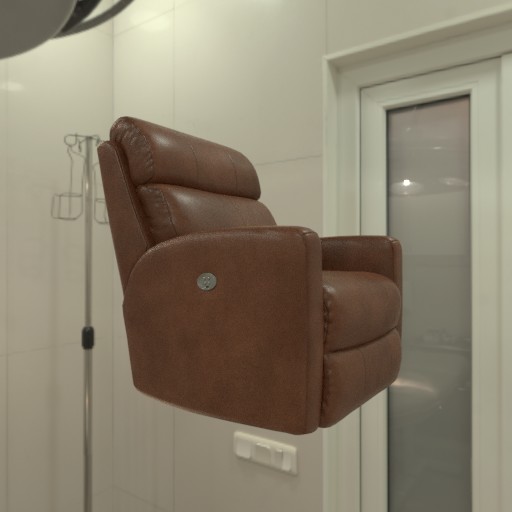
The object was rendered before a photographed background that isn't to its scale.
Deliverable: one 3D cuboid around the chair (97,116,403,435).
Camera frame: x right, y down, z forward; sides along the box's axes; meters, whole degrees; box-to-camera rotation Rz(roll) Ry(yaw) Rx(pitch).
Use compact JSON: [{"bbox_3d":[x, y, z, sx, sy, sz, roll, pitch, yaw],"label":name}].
[{"bbox_3d":[0.000,0.000,1.640,0.939,1.016,0.787,0,0,35],"label":"chair"}]
